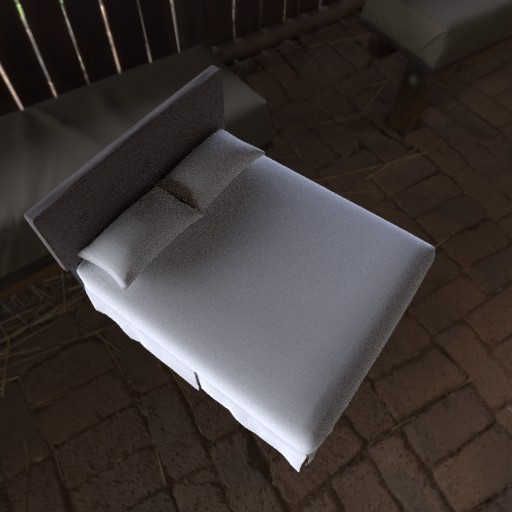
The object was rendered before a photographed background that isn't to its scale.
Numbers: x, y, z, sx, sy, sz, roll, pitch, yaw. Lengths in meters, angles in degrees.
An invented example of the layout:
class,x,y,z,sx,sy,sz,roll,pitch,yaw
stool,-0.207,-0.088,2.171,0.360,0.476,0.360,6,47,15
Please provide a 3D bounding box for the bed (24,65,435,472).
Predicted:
class,x,y,z,sx,sy,sz,roll,pitch,yaw
bed,0.000,0.000,2.814,1.894,1.089,1.610,32,64,18
